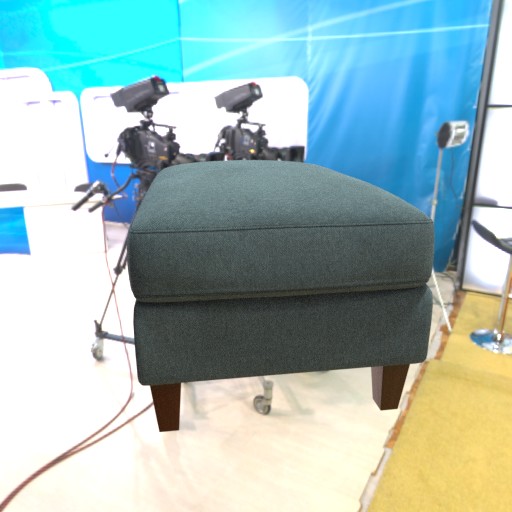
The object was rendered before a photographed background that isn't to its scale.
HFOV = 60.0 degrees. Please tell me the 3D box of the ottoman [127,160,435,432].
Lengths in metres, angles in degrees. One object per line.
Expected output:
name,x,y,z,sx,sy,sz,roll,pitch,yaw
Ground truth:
ottoman,0.000,0.000,1.218,0.584,0.483,0.864,-3,17,-8
